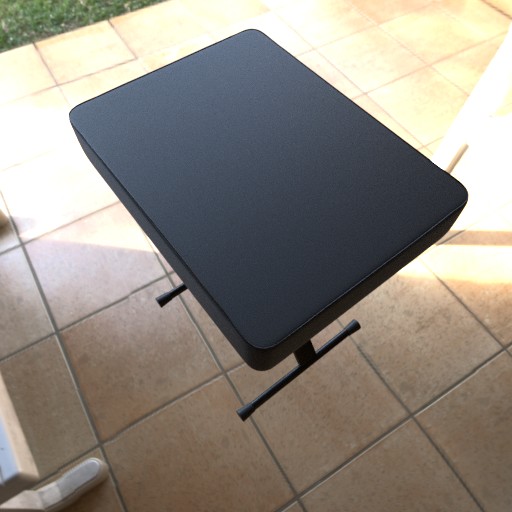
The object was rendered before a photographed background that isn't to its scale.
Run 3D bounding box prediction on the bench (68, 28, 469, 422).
[{"bbox_3d":[0.000,0.000,0.759,0.321,0.500,0.424,-33,64,-19],"label":"bench"}]
